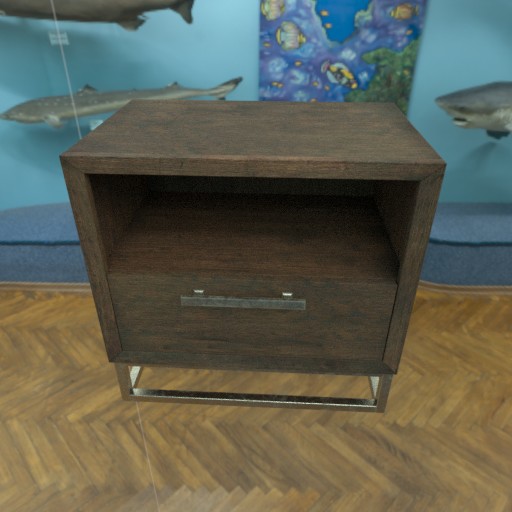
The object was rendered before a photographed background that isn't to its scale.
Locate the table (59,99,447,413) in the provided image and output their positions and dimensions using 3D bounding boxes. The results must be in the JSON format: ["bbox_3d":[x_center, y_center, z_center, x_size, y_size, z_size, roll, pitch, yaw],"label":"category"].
[{"bbox_3d":[0.000,0.000,1.273,0.767,0.746,0.542,2,32,3],"label":"table"}]
